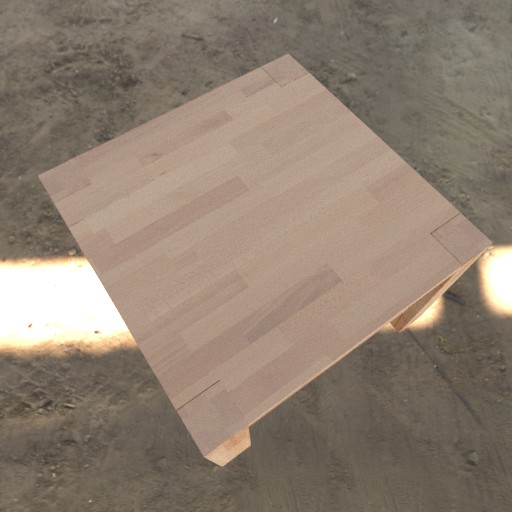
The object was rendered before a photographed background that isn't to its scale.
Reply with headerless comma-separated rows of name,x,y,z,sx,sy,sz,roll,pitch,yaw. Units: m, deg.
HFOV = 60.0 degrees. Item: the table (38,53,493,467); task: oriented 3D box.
table,0.000,0.000,1.150,0.700,0.451,0.700,-32,67,-15
